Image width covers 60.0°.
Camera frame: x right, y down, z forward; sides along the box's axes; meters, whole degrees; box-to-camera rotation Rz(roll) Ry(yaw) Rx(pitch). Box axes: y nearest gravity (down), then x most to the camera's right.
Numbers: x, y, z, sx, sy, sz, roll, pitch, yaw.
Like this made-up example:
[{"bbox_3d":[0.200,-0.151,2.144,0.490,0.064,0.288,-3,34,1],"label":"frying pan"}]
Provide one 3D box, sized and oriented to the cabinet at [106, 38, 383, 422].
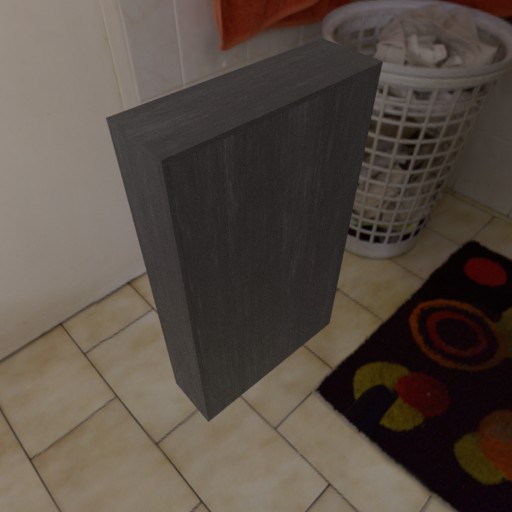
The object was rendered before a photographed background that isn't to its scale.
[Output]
[{"bbox_3d":[0.000,0.000,1.619,0.750,1.280,0.250,-33,54,-27],"label":"cabinet"}]
